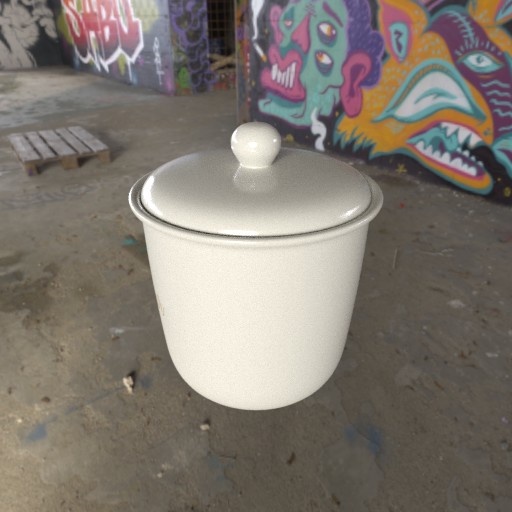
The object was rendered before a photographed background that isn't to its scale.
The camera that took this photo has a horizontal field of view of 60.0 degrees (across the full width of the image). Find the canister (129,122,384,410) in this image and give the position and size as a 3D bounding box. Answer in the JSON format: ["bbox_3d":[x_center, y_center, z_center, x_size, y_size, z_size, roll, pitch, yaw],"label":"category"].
[{"bbox_3d":[0.000,0.000,0.354,0.182,0.208,0.182,0,29,0],"label":"canister"}]
